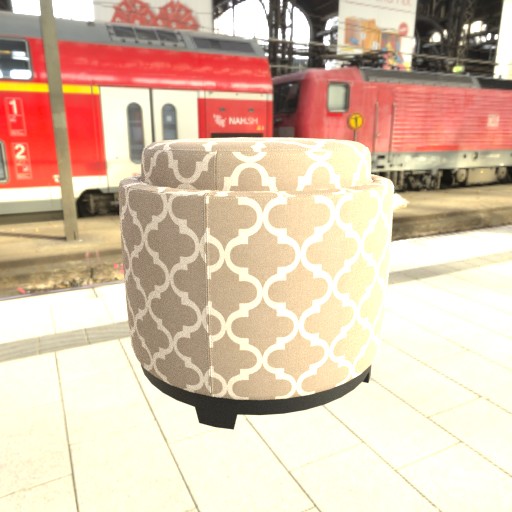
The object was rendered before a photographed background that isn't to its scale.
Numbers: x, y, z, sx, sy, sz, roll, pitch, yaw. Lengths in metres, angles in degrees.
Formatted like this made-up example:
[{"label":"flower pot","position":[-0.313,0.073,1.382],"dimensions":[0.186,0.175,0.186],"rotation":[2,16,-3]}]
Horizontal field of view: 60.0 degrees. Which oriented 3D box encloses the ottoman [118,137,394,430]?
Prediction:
[{"label":"ottoman","position":[0.000,0.000,0.832],"dimensions":[0.480,0.429,0.480],"rotation":[0,16,0]}]
